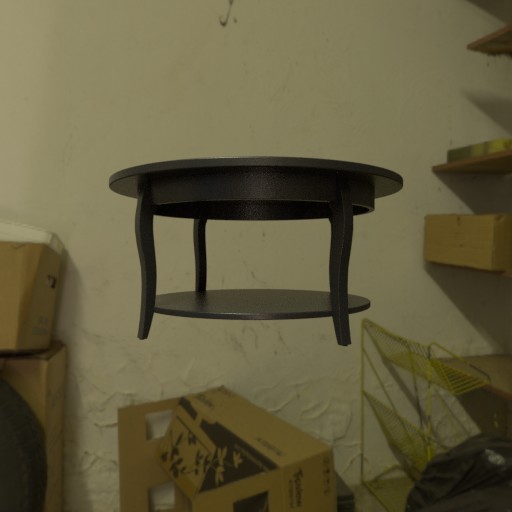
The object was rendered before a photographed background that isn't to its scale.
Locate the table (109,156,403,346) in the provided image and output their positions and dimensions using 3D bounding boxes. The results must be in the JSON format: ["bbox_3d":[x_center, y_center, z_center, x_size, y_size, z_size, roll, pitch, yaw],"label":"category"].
[{"bbox_3d":[0.000,0.000,1.453,0.914,0.457,0.914,0,1,0],"label":"table"}]
